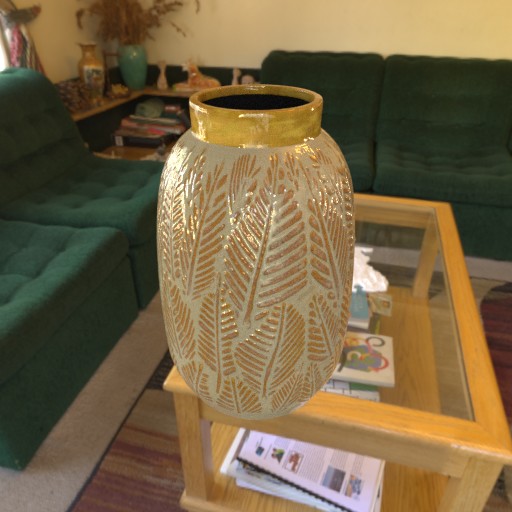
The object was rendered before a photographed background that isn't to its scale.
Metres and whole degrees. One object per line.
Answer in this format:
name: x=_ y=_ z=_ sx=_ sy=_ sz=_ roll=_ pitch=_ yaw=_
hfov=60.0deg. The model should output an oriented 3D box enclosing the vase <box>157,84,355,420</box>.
vase: x=0.000 y=0.000 z=0.390 sx=0.172 sy=0.270 sz=0.172 roll=0 pitch=31 yaw=0
